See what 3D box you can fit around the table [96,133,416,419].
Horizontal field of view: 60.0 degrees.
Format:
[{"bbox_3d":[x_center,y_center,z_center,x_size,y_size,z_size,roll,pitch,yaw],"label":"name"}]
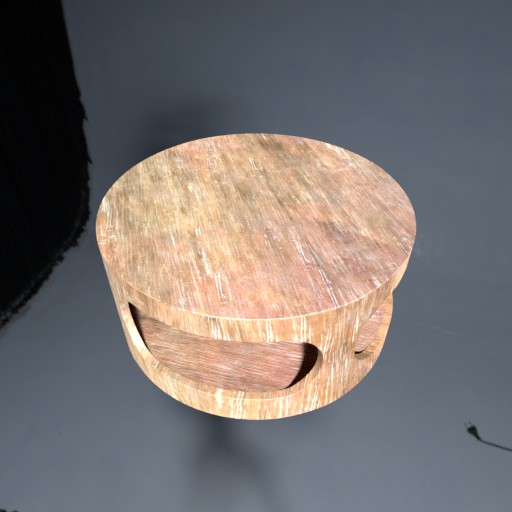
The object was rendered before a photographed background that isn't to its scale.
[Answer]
[{"bbox_3d":[0.000,0.000,1.543,0.974,0.450,0.974,0,41,0],"label":"table"}]
